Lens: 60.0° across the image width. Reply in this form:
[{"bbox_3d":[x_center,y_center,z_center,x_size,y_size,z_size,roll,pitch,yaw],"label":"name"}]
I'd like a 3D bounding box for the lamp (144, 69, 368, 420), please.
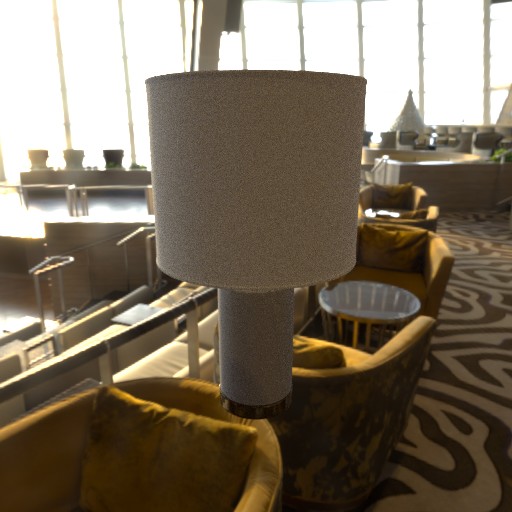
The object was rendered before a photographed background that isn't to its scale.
[{"bbox_3d":[0.000,0.000,0.519,0.229,0.380,0.229,0,16,0],"label":"lamp"}]
